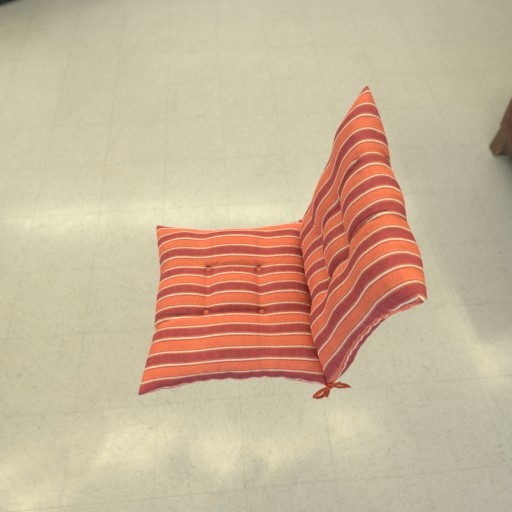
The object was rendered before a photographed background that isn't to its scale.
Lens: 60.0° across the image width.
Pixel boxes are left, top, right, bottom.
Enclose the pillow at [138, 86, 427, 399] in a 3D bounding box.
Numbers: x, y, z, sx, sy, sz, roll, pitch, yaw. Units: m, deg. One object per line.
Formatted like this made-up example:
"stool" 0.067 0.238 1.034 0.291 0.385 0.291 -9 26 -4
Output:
"pillow" 0.000 0.000 1.021 0.585 0.536 0.541 -2 59 -1
